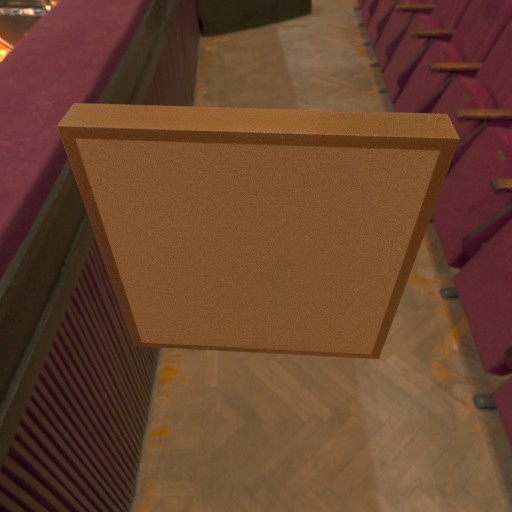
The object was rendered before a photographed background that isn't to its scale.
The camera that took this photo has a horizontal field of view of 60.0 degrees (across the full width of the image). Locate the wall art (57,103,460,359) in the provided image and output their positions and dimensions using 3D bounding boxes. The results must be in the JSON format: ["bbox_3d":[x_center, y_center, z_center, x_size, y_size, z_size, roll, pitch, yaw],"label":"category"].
[{"bbox_3d":[0.000,0.000,0.457,0.306,0.305,0.038,2,45,2],"label":"wall art"}]
